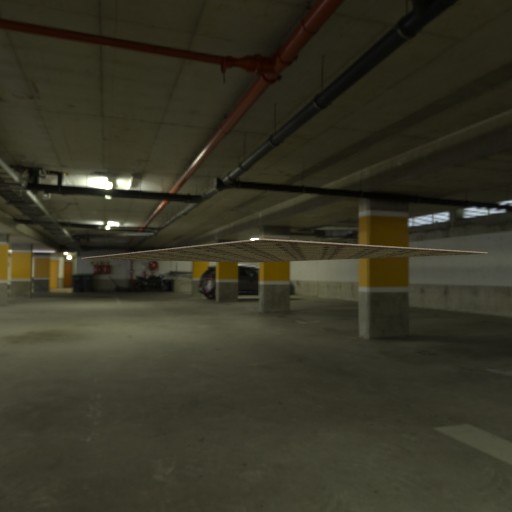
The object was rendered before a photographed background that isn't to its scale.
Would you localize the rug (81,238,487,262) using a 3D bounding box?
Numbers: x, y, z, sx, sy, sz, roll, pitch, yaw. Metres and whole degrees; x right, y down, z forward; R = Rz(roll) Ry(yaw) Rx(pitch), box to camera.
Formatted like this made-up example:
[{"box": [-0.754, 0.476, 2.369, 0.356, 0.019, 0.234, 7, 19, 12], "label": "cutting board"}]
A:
[{"box": [0.000, 0.000, 4.307, 2.382, 0.018, 3.294, 2, -3, -37], "label": "rug"}]
